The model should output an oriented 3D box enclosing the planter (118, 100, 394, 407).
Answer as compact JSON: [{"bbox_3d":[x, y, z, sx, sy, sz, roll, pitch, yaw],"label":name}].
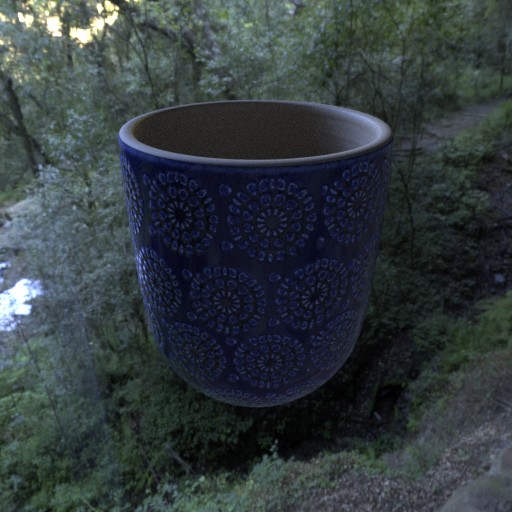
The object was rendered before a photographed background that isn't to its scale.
[{"bbox_3d":[0.000,0.000,0.350,0.184,0.206,0.184,0,29,0],"label":"planter"}]
